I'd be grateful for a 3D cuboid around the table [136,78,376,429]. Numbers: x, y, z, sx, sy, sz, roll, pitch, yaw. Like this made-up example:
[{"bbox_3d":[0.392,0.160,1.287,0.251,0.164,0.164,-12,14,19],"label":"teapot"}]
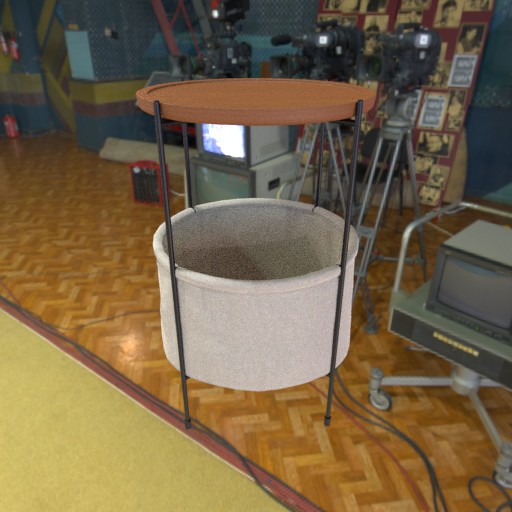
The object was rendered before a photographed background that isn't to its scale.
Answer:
[{"bbox_3d":[0.000,0.000,0.874,0.393,0.623,0.393,-1,27,-1],"label":"table"}]
